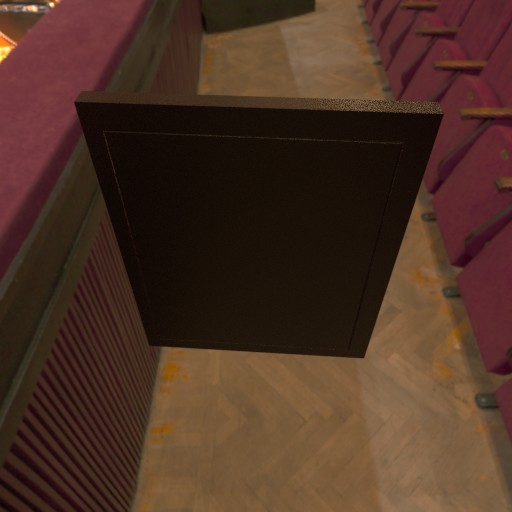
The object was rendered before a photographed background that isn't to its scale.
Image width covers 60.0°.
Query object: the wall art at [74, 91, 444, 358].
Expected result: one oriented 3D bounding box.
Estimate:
[{"bbox_3d":[0.000,0.000,0.761,0.461,0.558,0.031,3,46,3],"label":"wall art"}]
